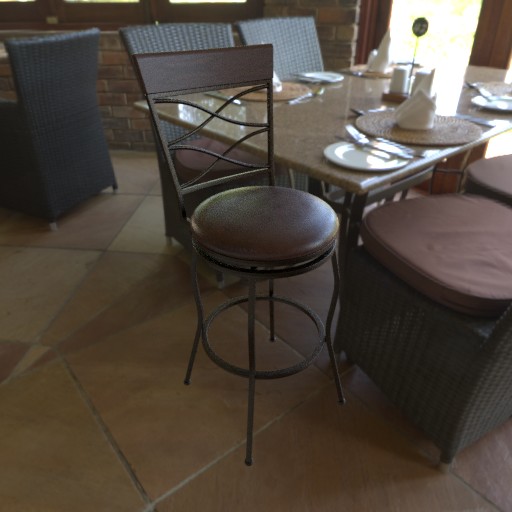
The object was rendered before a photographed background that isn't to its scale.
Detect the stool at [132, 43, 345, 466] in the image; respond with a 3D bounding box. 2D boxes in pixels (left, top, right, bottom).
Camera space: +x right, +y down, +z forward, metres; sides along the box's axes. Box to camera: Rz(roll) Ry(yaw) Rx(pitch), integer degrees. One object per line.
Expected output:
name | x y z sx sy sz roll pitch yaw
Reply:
stool | 0.000 0.000 1.369 0.448 1.130 0.513 -20 36 -30
